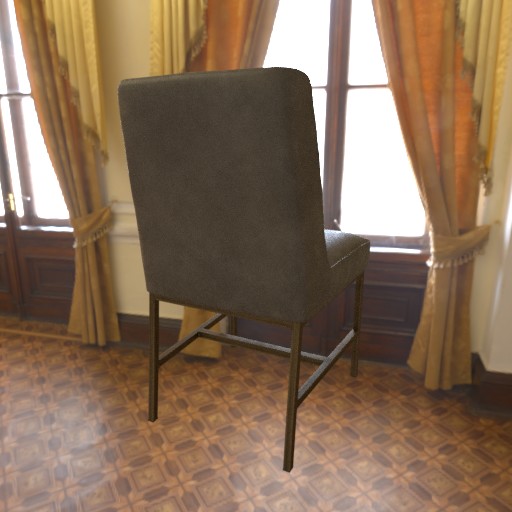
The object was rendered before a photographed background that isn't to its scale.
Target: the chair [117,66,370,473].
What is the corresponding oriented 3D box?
[{"bbox_3d":[0.000,0.000,1.228,0.508,0.889,0.587,8,17,26],"label":"chair"}]
